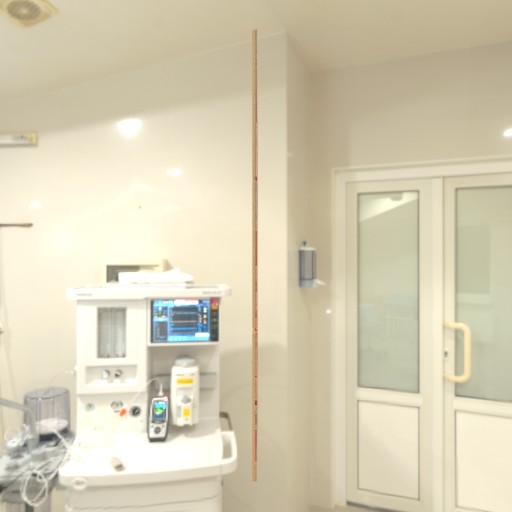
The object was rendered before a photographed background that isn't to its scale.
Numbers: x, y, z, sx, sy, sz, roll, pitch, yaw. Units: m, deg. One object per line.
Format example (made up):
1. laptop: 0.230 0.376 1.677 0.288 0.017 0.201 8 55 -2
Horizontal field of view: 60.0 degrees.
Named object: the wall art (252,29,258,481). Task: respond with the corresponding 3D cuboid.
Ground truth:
1. wall art: 0.000 0.000 1.804 0.013 1.220 1.216 0 0 0
